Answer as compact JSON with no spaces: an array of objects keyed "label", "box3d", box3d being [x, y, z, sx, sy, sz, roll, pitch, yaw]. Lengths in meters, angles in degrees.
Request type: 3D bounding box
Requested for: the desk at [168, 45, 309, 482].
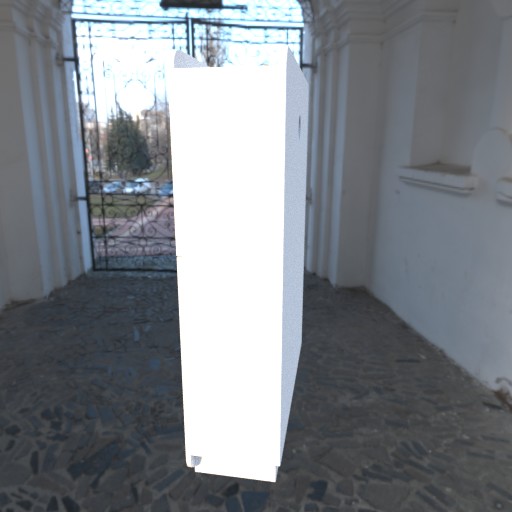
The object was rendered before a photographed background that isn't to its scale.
[{"label":"desk","box3d":[0.000,0.000,1.521,0.278,1.190,0.795,3,15,10]}]
